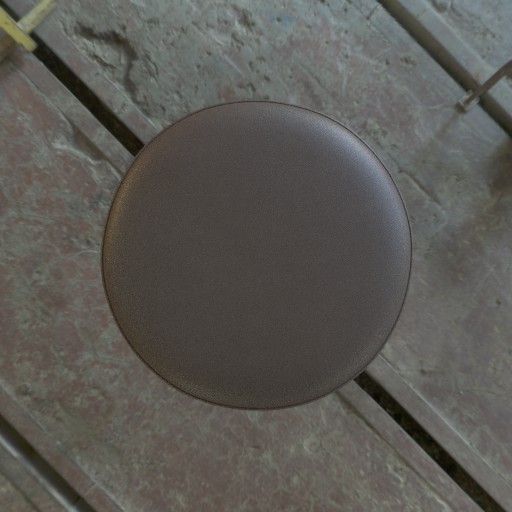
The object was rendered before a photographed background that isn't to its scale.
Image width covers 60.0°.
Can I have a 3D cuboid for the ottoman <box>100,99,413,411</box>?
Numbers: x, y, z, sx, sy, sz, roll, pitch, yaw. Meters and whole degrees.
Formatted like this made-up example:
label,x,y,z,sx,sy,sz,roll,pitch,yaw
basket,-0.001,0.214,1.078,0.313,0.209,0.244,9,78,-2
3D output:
label,x,y,z,sx,sy,sz,roll,pitch,yaw
ottoman,0.000,0.000,0.866,0.500,0.409,0.500,0,89,-1
